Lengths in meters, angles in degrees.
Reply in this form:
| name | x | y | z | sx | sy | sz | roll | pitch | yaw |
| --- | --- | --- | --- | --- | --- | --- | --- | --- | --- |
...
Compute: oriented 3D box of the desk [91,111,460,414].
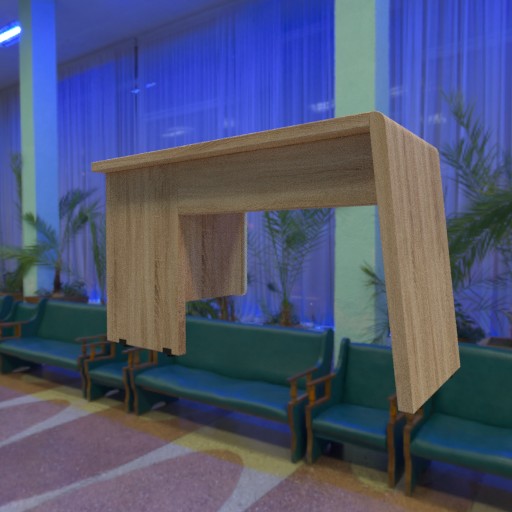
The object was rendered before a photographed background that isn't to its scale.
| name | x | y | z | sx | sy | sz | roll | pitch | yaw |
| --- | --- | --- | --- | --- | --- | --- | --- | --- | --- |
| desk | 0.000 | 0.000 | 1.631 | 1.300 | 0.750 | 0.500 | 1 | 2 | 36 |
